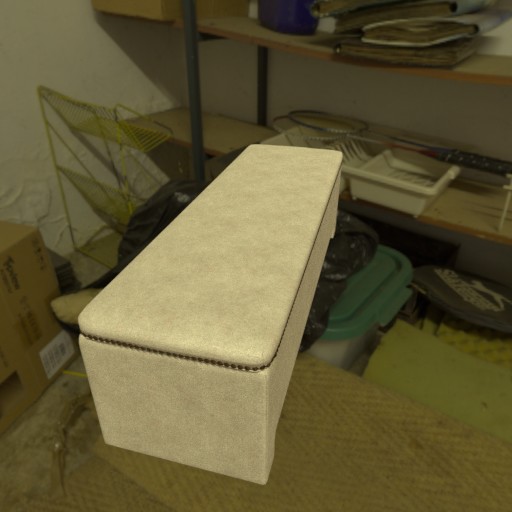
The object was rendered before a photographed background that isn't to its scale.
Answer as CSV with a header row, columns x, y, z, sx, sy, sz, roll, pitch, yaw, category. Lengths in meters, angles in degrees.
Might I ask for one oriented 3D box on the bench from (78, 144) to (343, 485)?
x,y,z,sx,sy,sz,roll,pitch,yaw,category
0.000,0.000,1.660,0.470,0.447,1.482,8,31,13,bench
